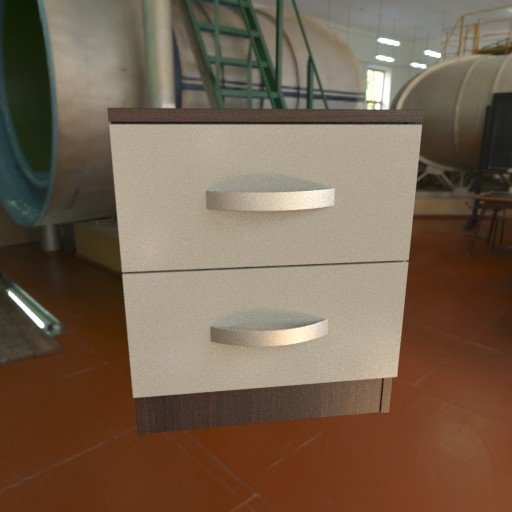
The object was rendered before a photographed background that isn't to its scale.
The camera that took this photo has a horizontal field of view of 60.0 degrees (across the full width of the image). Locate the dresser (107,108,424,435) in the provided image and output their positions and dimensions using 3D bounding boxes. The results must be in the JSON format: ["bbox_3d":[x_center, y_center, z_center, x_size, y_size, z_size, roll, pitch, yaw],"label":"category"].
[{"bbox_3d":[0.000,0.000,0.764,0.400,0.470,0.360,-2,16,-8],"label":"dresser"}]
